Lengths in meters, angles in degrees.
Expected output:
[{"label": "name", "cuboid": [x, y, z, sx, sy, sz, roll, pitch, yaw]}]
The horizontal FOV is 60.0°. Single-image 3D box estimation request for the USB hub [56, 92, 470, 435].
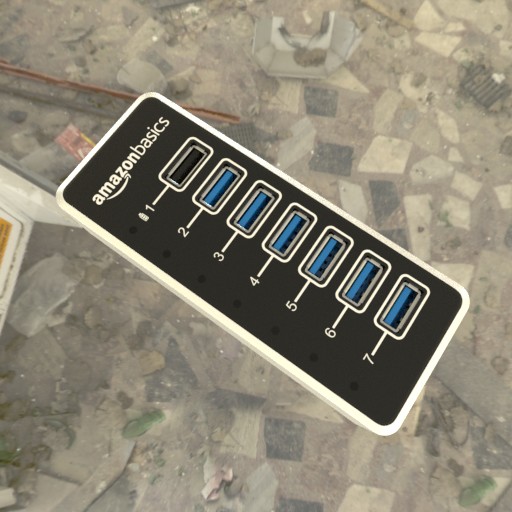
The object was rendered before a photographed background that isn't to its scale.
[{"label": "USB hub", "cuboid": [0.000, 0.000, 0.130, 0.110, 0.023, 0.044, 34, 77, 9]}]
